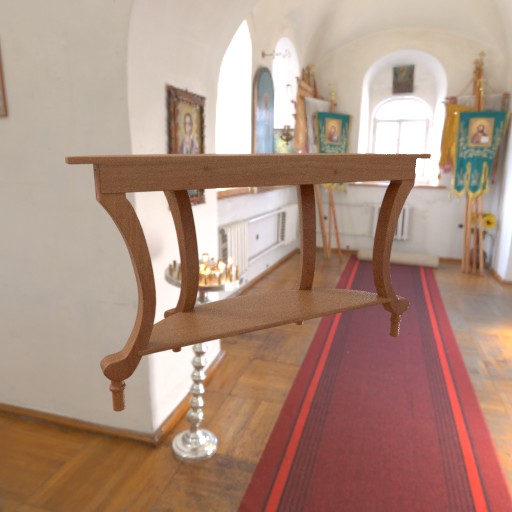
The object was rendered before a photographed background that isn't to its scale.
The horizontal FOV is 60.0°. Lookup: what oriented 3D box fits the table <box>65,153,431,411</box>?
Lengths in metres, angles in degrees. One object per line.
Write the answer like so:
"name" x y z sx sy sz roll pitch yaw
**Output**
"table" 0.000 0.000 1.546 1.198 0.692 0.394 -7 16 -27
